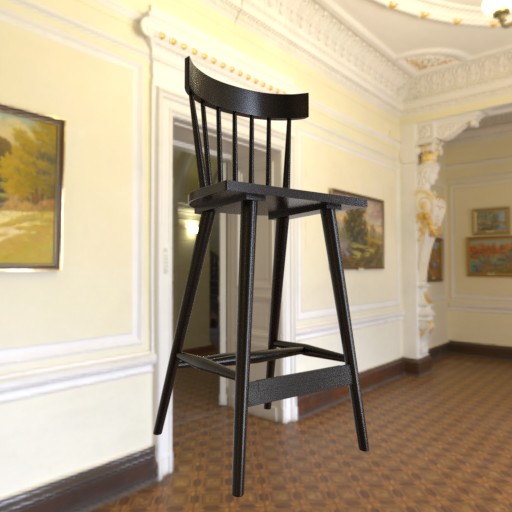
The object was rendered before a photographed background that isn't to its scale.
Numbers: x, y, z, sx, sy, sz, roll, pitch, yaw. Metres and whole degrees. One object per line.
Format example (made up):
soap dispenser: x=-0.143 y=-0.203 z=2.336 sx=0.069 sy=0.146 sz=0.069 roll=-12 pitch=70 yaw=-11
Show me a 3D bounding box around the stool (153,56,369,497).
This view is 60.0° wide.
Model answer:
stool: x=0.000 y=0.000 z=1.322 sx=0.482 sy=1.092 sz=0.483 roll=1 pitch=-2 yaw=-35
